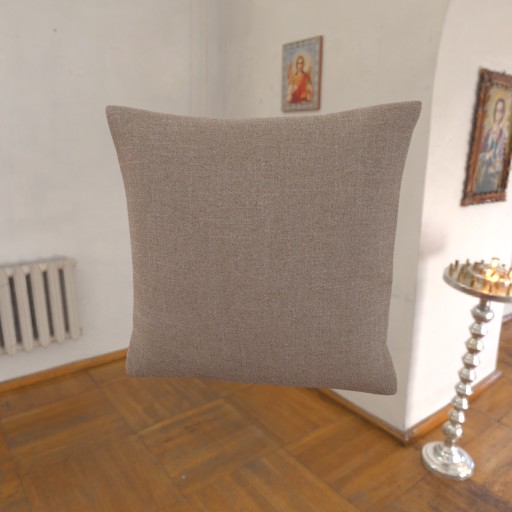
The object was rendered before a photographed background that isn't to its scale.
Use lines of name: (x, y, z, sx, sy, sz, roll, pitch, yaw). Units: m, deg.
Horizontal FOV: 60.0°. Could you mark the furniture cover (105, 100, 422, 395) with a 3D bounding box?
furniture cover: (0.000, 0.000, 0.765, 0.511, 0.503, 0.162, 2, 15, 7)
